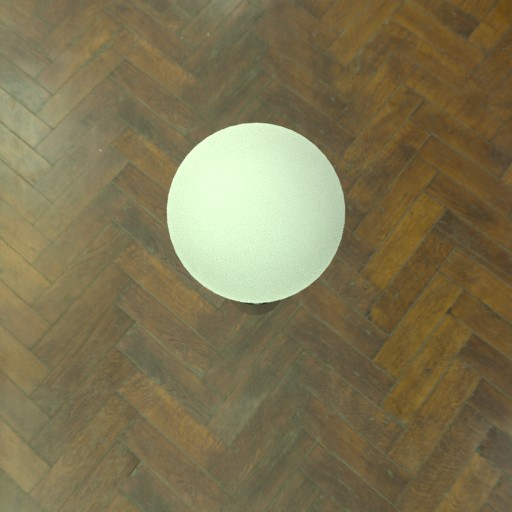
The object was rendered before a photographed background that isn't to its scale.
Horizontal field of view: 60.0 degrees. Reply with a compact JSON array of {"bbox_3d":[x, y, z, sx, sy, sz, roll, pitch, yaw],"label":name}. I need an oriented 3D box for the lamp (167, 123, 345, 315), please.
[{"bbox_3d":[0.000,0.000,0.547,0.153,0.480,0.153,0,77,0],"label":"lamp"}]
